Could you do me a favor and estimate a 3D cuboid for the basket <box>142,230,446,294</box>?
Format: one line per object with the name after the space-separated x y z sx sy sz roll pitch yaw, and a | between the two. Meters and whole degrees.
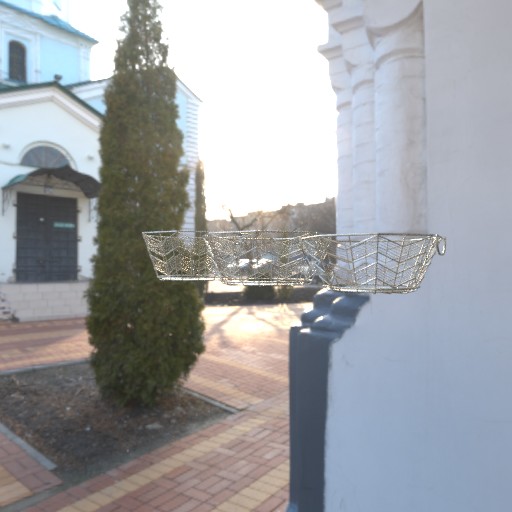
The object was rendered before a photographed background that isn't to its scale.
0.000 0.000 1.410 0.432 0.178 1.246 1 -1 -36 | basket
